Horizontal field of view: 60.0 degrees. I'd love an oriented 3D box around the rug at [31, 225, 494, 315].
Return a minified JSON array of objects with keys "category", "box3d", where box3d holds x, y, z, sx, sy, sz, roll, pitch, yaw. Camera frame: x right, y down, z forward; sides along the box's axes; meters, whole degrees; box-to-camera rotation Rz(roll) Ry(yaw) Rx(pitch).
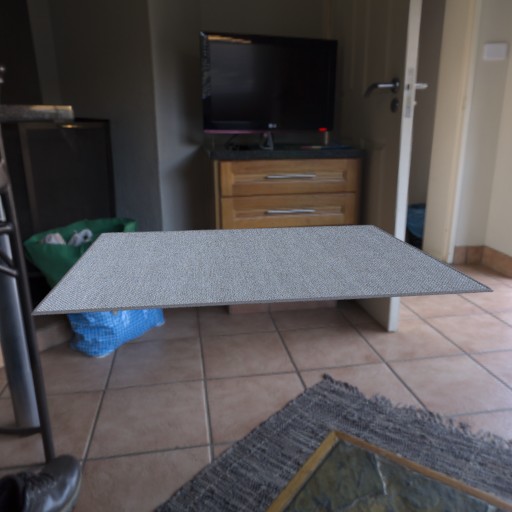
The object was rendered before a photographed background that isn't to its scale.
[{"category":"rug","box3d":[0.000,0.000,2.713,2.115,0.013,1.517,-2,16,-7]}]
